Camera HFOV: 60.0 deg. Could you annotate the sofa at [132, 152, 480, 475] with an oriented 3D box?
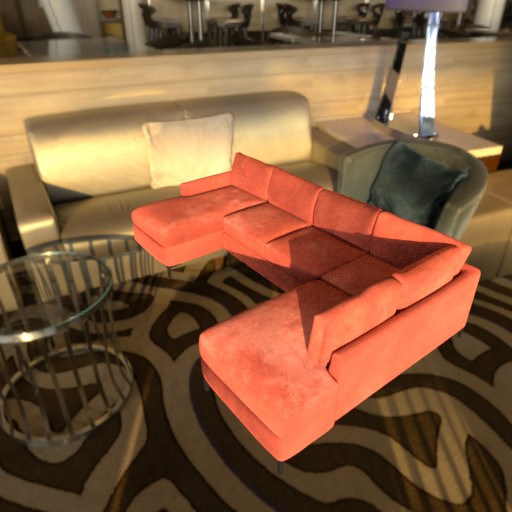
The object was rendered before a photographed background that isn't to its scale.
[{"bbox_3d":[0.000,0.000,3.793,1.981,0.858,2.971,-21,36,-32],"label":"sofa"}]
